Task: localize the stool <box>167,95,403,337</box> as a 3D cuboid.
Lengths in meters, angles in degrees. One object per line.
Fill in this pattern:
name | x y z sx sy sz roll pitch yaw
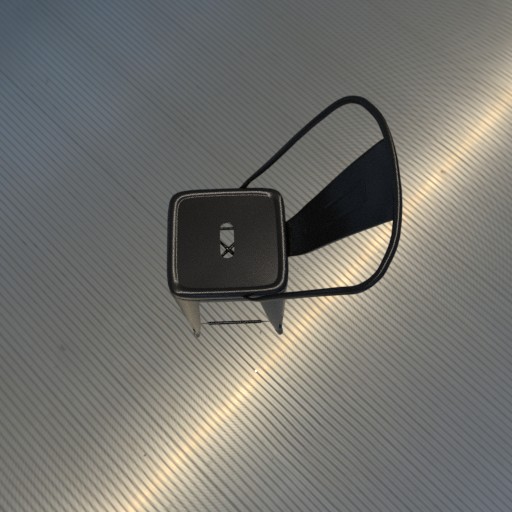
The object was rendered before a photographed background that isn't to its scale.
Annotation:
stool | 0.000 0.000 1.309 0.513 1.096 0.399 -2 75 -1
